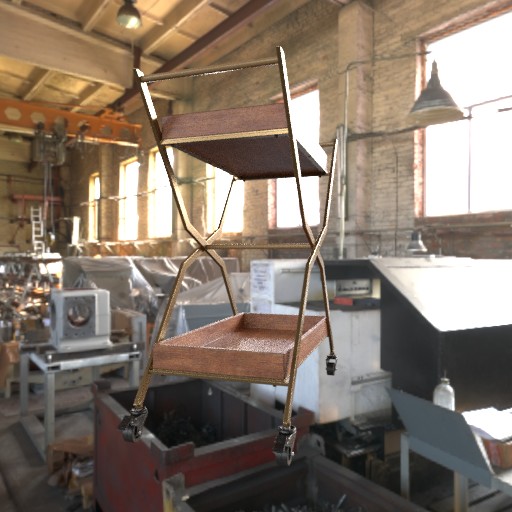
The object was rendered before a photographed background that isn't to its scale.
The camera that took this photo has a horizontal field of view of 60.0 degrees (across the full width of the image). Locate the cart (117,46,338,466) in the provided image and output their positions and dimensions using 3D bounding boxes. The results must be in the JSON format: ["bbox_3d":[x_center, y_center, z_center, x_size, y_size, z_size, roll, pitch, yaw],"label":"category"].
[{"bbox_3d":[0.000,0.000,1.332,0.405,0.869,0.836,0,0,18],"label":"cart"}]
